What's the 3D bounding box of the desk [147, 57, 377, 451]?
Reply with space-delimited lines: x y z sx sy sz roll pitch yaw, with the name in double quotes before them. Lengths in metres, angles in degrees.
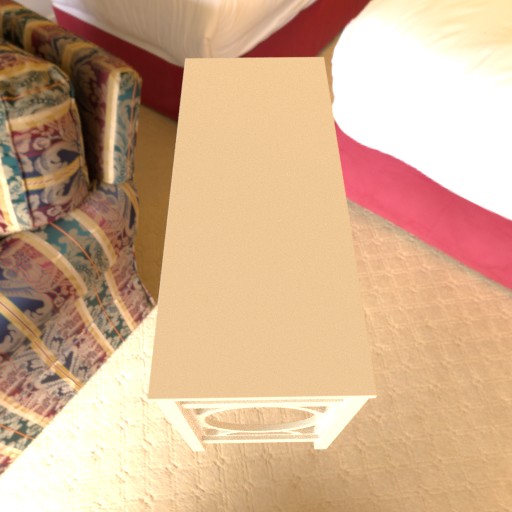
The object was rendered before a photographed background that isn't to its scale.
"desk" 0.000 0.000 1.587 0.504 0.762 1.191 -1 58 0
